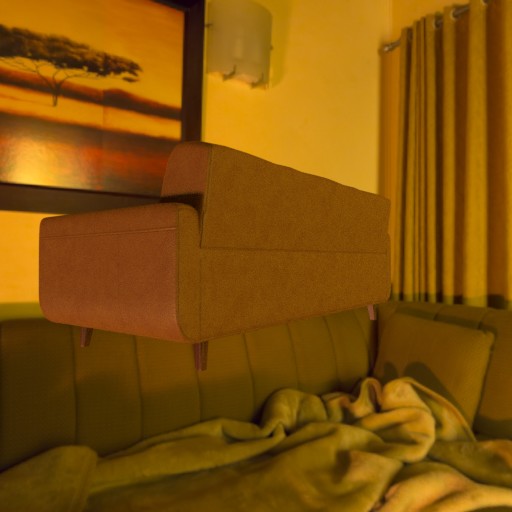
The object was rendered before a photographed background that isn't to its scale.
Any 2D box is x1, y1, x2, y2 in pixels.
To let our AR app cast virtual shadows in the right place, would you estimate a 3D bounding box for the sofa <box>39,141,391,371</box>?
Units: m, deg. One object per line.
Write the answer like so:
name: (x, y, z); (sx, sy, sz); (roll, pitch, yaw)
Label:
sofa: (0.000, 0.000, 2.638); (0.980, 0.892, 2.137); (0, -1, 36)
